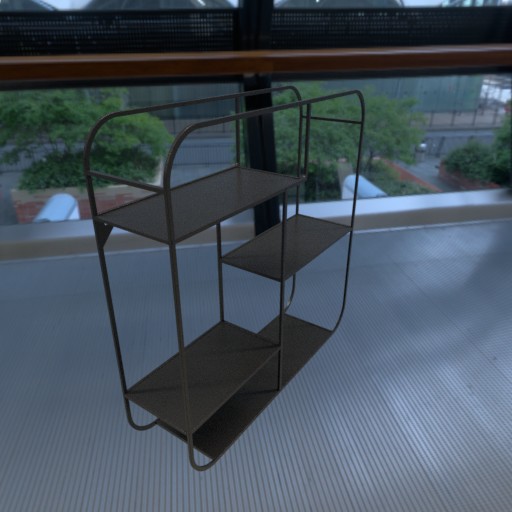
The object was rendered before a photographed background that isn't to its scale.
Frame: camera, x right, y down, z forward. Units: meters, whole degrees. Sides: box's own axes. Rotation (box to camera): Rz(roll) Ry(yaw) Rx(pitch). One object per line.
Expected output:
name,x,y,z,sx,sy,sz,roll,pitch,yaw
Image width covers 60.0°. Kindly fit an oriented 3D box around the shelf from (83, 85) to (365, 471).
shelf,0.000,0.000,0.892,0.160,0.600,0.600,17,31,31
